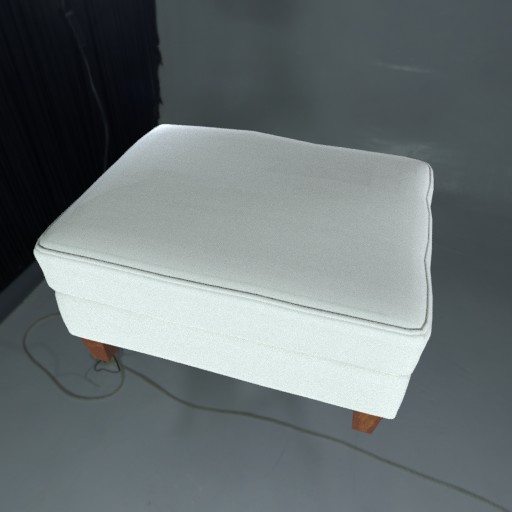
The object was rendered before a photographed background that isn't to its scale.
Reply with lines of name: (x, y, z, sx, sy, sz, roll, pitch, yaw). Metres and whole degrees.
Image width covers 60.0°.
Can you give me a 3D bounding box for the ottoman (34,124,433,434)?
ottoman: (0.000, 0.000, 1.173, 0.818, 0.479, 0.634, 11, 43, 12)
